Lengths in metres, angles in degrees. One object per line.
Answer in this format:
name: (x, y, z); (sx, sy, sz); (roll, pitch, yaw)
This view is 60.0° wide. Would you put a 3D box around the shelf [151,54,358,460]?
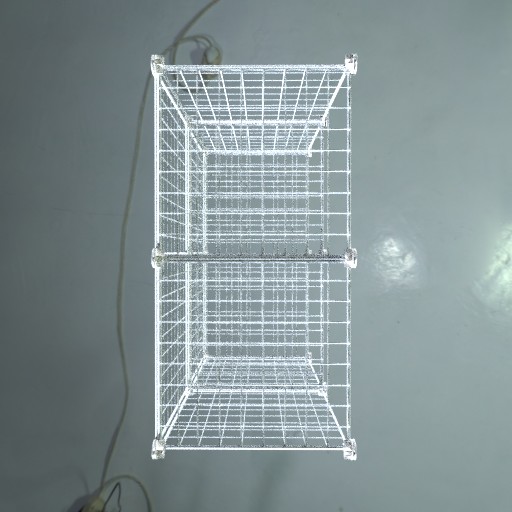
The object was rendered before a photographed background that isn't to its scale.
shelf: (0.000, 0.000, 1.121); (0.356, 0.711, 0.711); (0, 91, 1)
